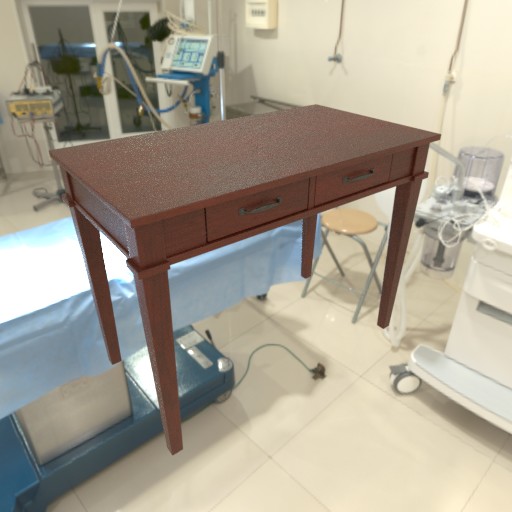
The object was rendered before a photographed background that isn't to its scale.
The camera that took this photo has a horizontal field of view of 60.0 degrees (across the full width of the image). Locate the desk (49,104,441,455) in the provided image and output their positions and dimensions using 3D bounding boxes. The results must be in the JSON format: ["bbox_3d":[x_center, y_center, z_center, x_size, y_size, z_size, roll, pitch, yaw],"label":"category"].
[{"bbox_3d":[0.000,0.000,1.469,1.001,0.762,0.549,-21,36,-31],"label":"desk"}]
